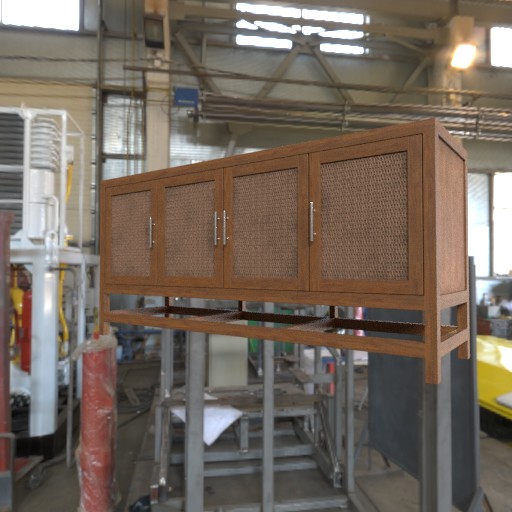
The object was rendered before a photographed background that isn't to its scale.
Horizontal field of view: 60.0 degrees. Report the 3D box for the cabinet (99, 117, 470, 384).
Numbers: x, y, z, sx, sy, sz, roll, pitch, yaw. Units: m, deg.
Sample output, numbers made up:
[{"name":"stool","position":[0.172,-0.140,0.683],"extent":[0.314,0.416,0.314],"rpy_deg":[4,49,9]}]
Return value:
[{"name":"cabinet","position":[0.000,0.000,2.050],"extent":[1.708,0.820,0.522],"rpy_deg":[-1,-2,36]}]
